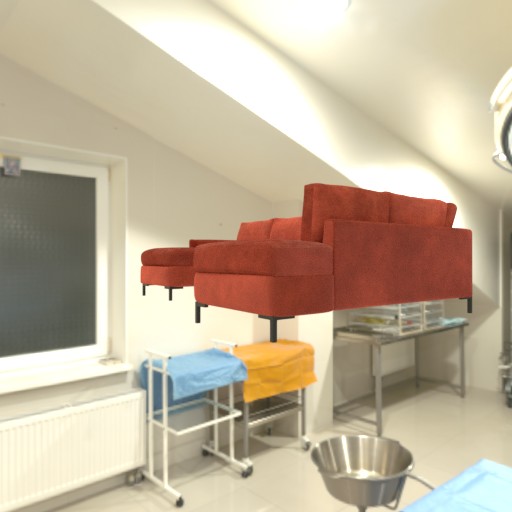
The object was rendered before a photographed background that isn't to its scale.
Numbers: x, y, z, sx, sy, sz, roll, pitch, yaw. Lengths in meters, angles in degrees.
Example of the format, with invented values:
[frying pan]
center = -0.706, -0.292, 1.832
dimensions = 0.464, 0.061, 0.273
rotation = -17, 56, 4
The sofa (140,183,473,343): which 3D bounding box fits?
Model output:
[sofa]
center = 0.000, 0.000, 3.917
dimensions = 1.981, 0.858, 2.971
rotation = 0, 0, -36
